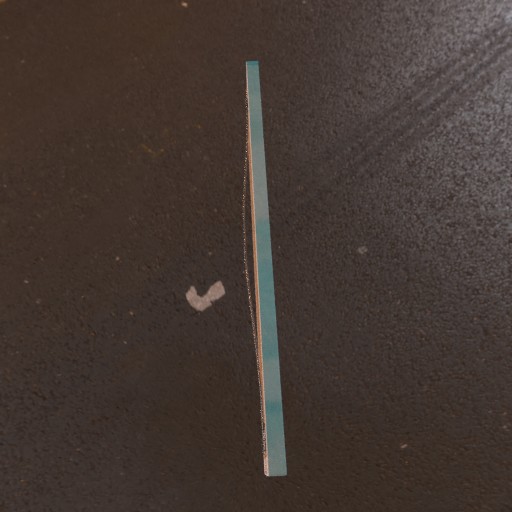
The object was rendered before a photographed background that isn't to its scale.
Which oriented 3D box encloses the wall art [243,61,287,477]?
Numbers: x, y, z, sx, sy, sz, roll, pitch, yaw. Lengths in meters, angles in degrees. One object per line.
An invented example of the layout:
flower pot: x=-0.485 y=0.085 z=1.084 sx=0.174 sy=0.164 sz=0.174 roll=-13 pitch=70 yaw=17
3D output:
wall art: x=0.000 y=0.000 z=0.850 sx=0.044 sy=0.254 sz=0.759 roll=-2 pitch=64 yaw=-1
